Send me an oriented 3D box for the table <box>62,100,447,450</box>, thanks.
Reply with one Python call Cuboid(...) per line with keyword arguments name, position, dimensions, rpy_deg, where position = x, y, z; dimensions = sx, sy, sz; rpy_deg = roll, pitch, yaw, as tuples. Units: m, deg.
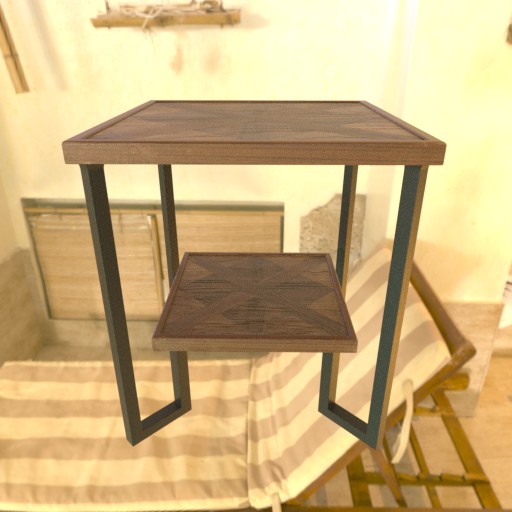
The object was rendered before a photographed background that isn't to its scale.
Cuboid(name="table", position=(0.000, 0.000, 0.922), dimensions=(0.503, 0.563, 0.503), rpy_deg=(0, 25, 1))
